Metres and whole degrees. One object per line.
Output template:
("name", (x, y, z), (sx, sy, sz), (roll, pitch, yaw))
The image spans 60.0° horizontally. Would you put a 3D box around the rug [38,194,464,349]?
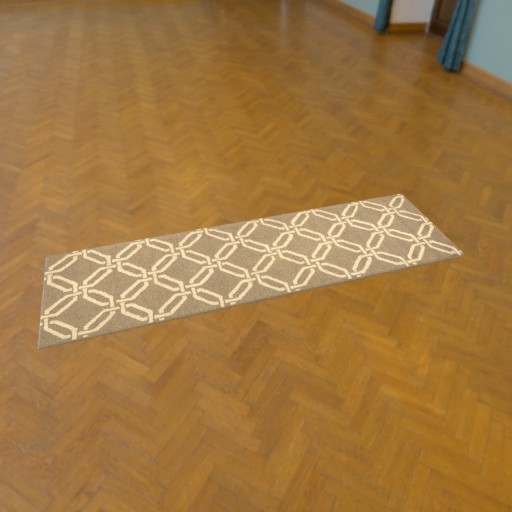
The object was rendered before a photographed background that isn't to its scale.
("rug", (0.000, 0.000, 2.511), (2.276, 0.014, 0.678), (-11, 41, -13))
